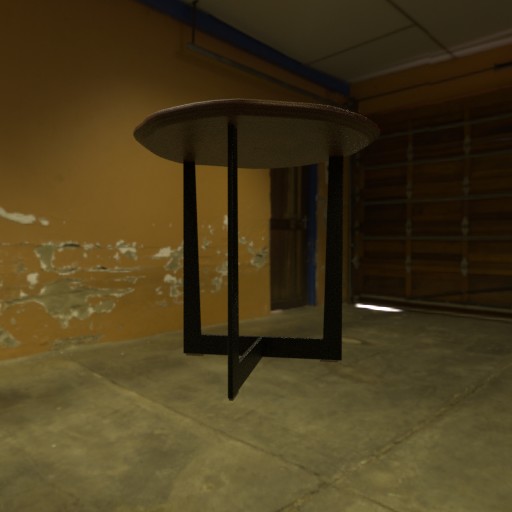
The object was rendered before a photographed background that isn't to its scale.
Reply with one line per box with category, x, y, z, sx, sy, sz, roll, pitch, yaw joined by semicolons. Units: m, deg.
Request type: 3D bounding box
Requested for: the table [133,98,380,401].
table;0.000;0.000;0.908;0.477;0.476;0.494;0;1;0
